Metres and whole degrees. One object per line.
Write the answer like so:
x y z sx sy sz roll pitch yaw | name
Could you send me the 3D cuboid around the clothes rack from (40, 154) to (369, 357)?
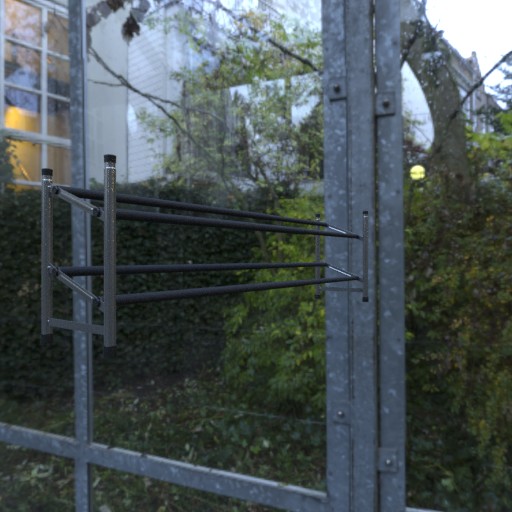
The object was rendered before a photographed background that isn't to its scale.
0.000 0.000 1.292 0.229 0.349 1.168 0 0 36 | clothes rack
